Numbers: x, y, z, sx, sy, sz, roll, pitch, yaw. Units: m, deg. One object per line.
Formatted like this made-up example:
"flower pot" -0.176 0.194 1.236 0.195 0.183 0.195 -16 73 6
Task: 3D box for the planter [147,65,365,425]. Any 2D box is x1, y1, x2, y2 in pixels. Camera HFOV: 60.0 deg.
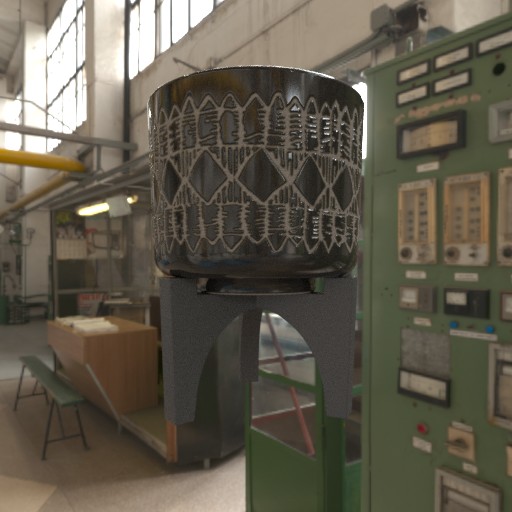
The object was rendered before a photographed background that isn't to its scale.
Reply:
"planter" 0.000 0.000 0.270 0.129 0.177 0.129 0 -1 0
